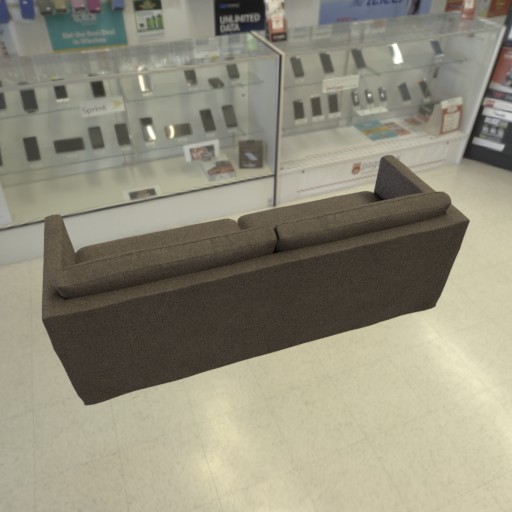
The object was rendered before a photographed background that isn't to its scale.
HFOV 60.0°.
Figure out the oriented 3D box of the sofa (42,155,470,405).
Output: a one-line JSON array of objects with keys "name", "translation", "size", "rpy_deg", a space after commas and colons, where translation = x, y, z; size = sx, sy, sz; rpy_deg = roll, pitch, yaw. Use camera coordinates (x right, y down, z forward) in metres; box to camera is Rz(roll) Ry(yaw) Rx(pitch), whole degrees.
[{"name": "sofa", "translation": [0.000, 0.000, 3.250], "size": [2.779, 0.998, 1.036], "rpy_deg": [-13, 42, -14]}]
